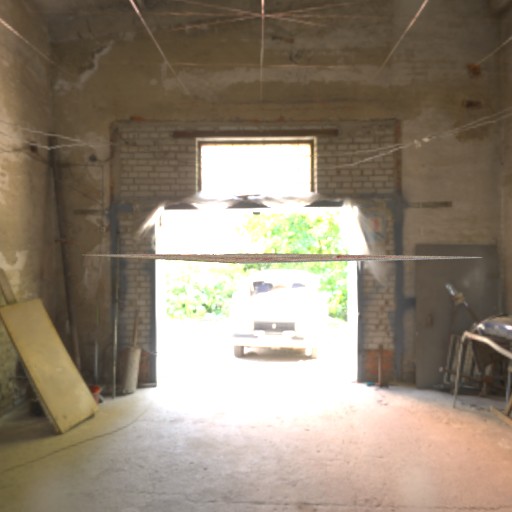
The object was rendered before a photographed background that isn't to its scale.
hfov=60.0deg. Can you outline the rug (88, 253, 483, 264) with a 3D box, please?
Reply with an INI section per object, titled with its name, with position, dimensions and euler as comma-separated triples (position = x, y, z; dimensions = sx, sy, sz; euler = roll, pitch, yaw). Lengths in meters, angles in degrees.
[rug]
position = 0.000, 0.000, 4.284
dimensions = 2.451, 0.008, 3.143
euler = -1, 1, -36
